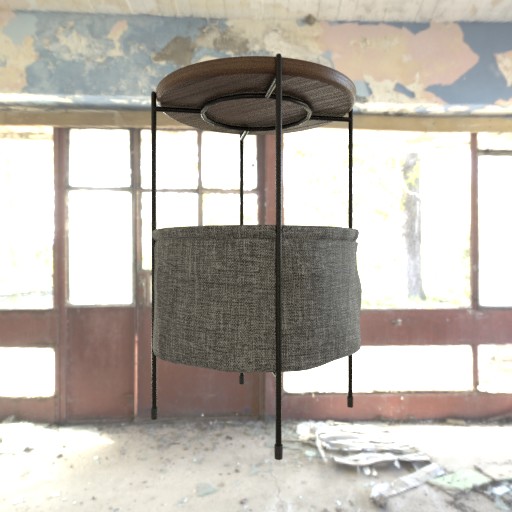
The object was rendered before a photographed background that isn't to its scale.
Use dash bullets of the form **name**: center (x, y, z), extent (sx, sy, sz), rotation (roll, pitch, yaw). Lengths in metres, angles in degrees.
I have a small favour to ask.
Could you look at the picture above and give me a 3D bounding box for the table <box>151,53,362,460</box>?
- **table**: center (0.000, 0.000, 0.878), extent (0.400, 0.623, 0.400), rotation (0, 1, 35)
